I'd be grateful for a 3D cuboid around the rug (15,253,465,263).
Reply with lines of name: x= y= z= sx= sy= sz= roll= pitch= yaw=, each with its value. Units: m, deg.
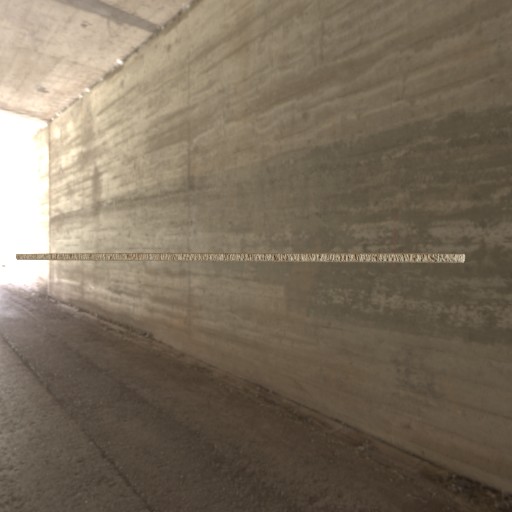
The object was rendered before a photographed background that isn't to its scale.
rug: x=0.000 y=0.000 z=2.040 sx=1.600 sy=0.025 sz=1.199 roll=0 pitch=1 yaw=17
